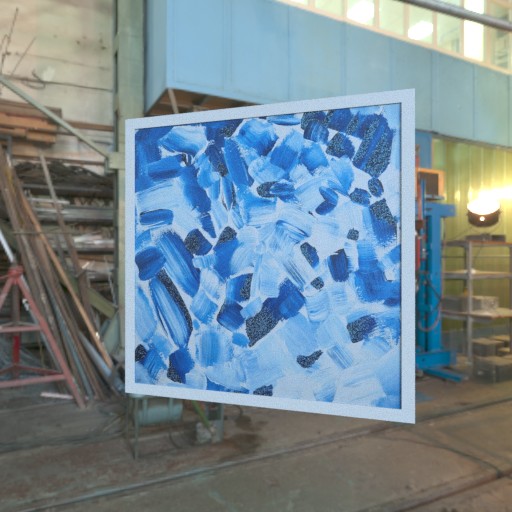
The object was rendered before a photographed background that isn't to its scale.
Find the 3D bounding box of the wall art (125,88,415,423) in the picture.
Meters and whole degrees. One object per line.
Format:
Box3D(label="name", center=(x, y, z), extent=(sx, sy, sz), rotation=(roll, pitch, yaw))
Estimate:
Box3D(label="wall art", center=(0.000, 0.000, 1.203), extent=(0.812, 0.812, 0.015), rotation=(0, 0, 18))
